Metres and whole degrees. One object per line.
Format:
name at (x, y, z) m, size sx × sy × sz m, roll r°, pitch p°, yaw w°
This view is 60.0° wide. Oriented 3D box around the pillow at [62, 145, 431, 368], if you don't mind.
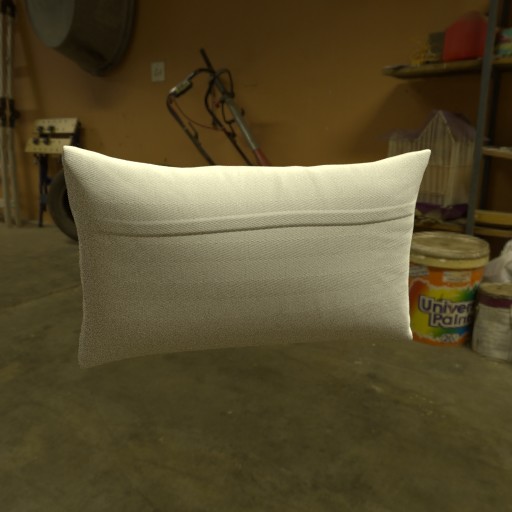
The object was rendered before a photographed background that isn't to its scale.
pillow at (0.000, 0.000, 0.629) m, size 0.506 × 0.305 × 0.139 m, roll -3°, pitch 15°, yaw -10°
